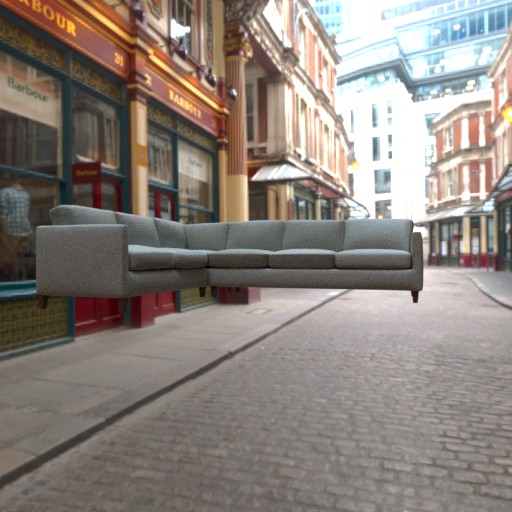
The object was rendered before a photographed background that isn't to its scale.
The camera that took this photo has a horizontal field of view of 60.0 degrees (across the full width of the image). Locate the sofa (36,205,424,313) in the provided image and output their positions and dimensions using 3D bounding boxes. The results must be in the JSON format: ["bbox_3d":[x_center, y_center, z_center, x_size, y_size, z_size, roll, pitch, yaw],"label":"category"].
[{"bbox_3d":[0.000,0.000,4.591,3.301,0.947,2.592,0,0,18],"label":"sofa"}]
